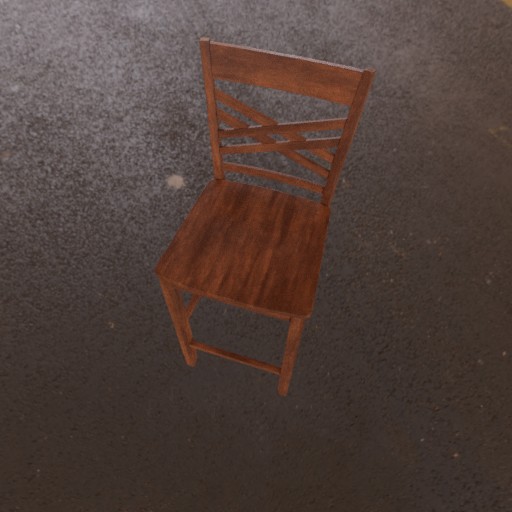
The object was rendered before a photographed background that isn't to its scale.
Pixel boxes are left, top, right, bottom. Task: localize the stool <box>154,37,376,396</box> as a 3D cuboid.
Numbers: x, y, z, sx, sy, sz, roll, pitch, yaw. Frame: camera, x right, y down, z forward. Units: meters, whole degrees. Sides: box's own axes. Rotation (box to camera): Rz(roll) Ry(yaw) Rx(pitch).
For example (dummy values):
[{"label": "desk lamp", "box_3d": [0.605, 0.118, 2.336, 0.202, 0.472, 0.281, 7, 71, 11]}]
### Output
[{"label": "stool", "box_3d": [0.000, 0.000, 1.396, 0.433, 1.105, 0.487, 15, 58, 10]}]
